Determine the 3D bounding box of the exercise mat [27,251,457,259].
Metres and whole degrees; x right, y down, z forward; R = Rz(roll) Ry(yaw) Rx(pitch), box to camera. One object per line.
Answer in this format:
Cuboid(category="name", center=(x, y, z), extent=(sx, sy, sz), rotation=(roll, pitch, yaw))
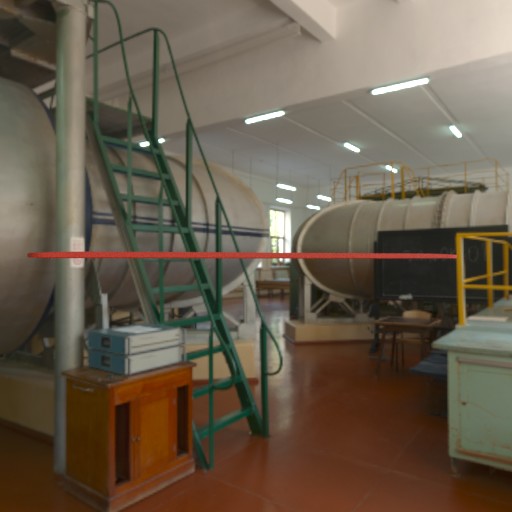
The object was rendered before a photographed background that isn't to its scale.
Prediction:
Cuboid(category="exercise mat", center=(0.000, 0.000, 2.093), extent=(1.869, 0.021, 0.616), rotation=(0, -1, -19))
